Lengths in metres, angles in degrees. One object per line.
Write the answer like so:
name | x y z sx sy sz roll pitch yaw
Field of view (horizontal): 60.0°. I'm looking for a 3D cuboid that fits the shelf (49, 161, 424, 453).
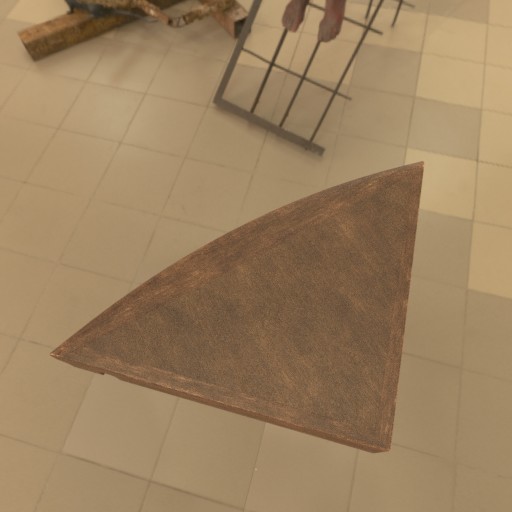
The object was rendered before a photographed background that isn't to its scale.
shelf | 0.000 0.000 0.466 0.310 0.050 0.310 14 65 6
